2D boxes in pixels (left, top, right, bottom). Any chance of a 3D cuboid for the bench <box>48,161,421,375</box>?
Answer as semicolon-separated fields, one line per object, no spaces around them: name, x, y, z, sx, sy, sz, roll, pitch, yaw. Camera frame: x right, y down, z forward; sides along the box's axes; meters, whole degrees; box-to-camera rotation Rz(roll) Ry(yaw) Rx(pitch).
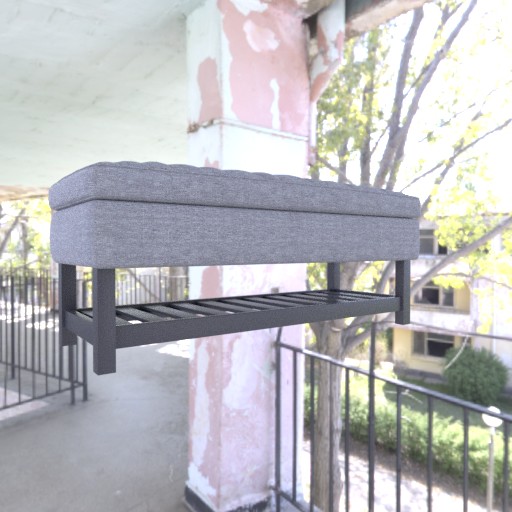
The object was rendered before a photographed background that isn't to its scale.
bench;0.000;0.000;1.345;1.100;0.470;0.429;-1;1;-36
